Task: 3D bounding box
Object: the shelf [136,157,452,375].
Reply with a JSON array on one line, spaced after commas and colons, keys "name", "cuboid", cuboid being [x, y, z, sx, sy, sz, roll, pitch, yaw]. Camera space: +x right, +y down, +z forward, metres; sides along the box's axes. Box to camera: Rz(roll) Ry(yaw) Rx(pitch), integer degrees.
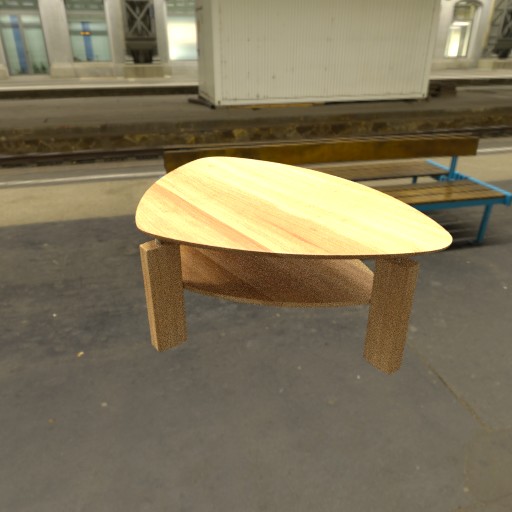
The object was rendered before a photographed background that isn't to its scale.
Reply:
[{"name": "shelf", "cuboid": [0.000, 0.000, 1.640, 0.863, 0.439, 1.240, -19, 32, -33]}]
